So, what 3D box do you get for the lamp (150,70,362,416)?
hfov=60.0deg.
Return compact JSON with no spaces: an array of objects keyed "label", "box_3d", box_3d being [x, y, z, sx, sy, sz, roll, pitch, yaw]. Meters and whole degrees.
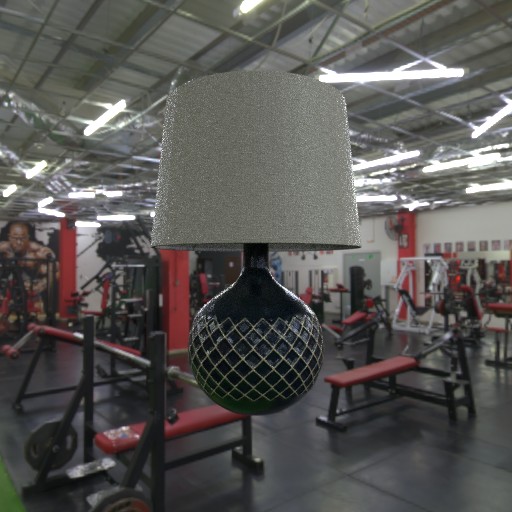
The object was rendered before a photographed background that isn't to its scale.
[{"label":"lamp","box_3d":[0.000,0.000,0.809,0.376,0.540,0.376,0,-1,0]}]
